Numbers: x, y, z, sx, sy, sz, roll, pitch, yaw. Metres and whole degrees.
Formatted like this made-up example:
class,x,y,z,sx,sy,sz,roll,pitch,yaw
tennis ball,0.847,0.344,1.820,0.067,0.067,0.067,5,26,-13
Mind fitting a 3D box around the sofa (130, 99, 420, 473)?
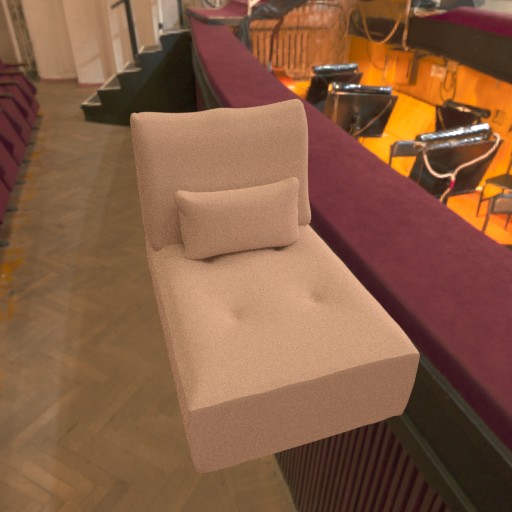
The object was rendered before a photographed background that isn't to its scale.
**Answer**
class,x,y,z,sx,sy,sz,roll,pitch,yaw
sofa,0.000,0.000,1.548,0.700,0.820,1.000,-10,34,-15
